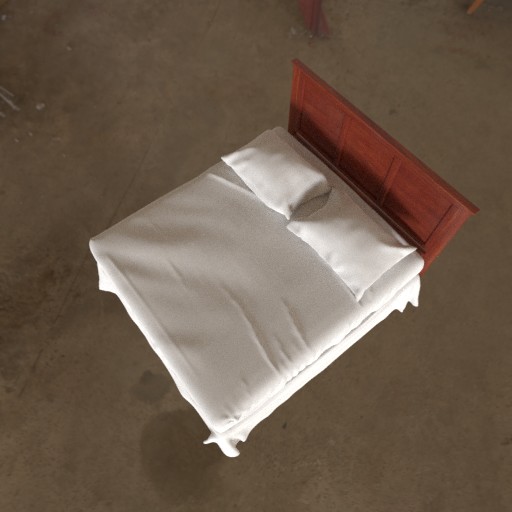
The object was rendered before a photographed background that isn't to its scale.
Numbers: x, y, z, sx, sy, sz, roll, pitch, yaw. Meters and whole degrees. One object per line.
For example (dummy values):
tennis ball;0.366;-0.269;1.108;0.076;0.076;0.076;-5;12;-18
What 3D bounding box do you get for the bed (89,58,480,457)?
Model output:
bed;0.000;0.000;3.156;2.050;1.270;1.870;-35;68;-16
